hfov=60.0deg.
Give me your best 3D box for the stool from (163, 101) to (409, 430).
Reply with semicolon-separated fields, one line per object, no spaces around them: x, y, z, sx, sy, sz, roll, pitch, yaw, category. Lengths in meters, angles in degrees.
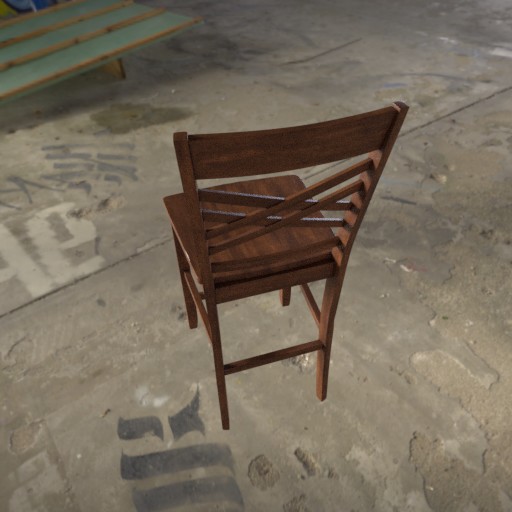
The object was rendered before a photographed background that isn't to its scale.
0.000;0.000;1.341;0.462;1.079;0.539;-12;43;-13;stool
